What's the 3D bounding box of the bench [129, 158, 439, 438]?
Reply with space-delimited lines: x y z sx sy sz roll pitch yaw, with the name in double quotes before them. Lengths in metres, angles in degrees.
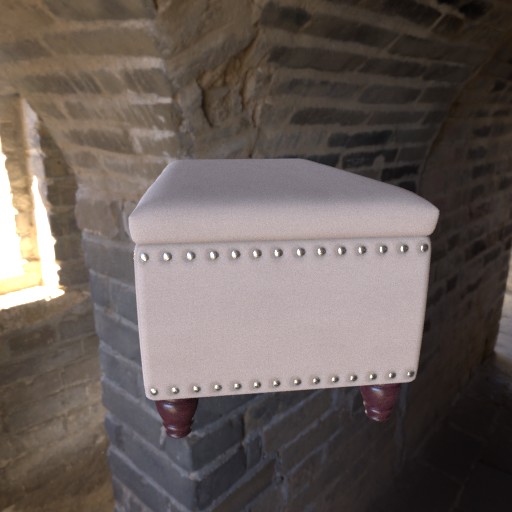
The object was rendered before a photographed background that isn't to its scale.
"bench" 0.000 0.000 1.167 0.500 0.449 0.887 -2 16 -7
